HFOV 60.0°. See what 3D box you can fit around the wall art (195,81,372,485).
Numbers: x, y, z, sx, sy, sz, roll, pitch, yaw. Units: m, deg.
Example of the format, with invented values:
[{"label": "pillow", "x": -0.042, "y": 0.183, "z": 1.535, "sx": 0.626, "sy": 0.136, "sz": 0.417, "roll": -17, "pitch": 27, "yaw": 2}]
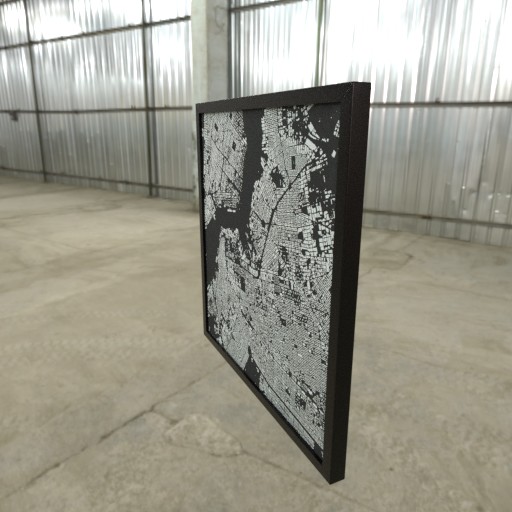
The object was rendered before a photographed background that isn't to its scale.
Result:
[{"label": "wall art", "x": 0.000, "y": 0.000, "z": 1.120, "sx": 0.038, "sy": 0.761, "sz": 0.755, "roll": -8, "pitch": 18, "yaw": -25}]
